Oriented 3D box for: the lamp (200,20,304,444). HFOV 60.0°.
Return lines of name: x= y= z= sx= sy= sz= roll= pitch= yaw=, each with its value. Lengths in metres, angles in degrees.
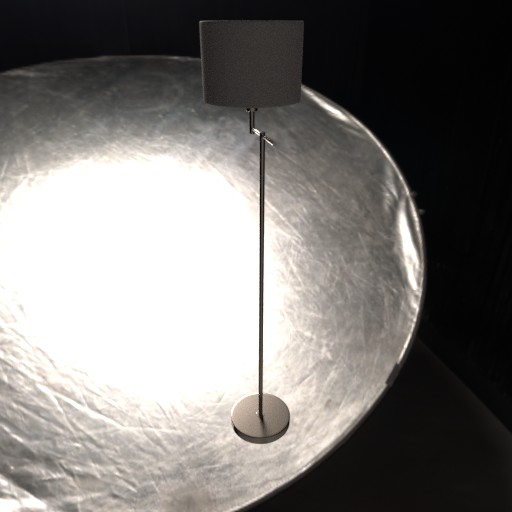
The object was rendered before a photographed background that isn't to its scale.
lamp: x=0.000 y=0.000 z=1.708 sx=0.324 sy=1.600 sz=0.416 roll=-8 pitch=28 yaw=-15
